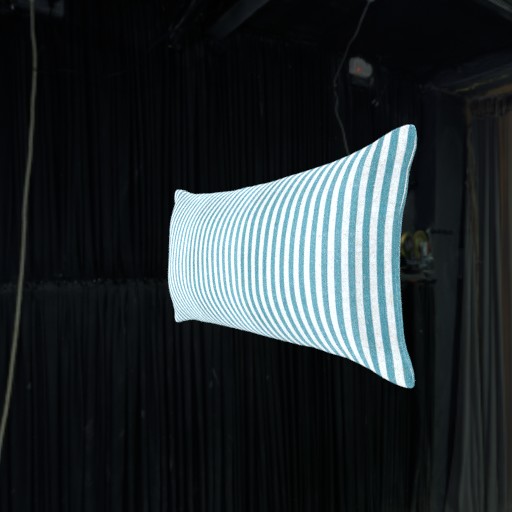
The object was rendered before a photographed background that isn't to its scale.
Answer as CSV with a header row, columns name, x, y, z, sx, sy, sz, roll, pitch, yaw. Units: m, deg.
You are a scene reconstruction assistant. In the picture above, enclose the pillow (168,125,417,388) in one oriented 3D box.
name,x,y,z,sx,sy,sz,roll,pitch,yaw
pillow,0.000,0.000,0.742,0.151,0.295,0.617,0,0,-35
